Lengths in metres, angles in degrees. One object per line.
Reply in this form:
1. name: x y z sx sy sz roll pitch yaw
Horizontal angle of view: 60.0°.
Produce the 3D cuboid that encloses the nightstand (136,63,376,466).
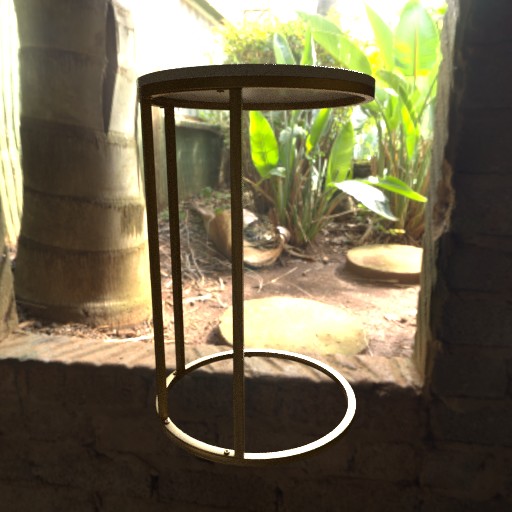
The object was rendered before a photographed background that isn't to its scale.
1. nightstand: 0.000 0.000 0.838 0.400 0.610 0.400 -7 16 -26
